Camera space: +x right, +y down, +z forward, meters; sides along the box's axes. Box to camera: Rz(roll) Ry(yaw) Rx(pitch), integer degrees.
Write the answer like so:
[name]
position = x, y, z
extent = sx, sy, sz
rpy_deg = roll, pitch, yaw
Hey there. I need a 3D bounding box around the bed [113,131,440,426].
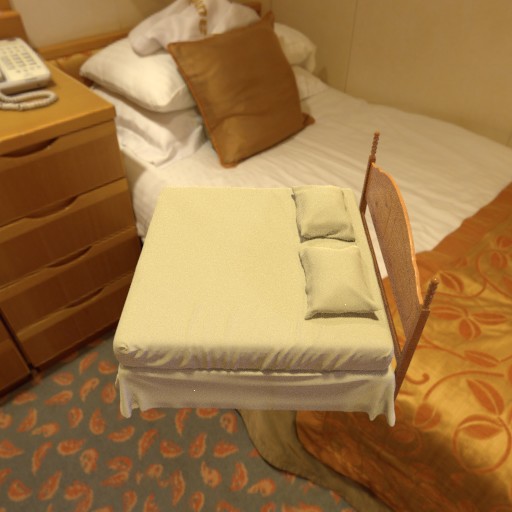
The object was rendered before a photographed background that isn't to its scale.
[bed]
position = 0.000, 0.000, 3.742
extent = 2.219, 1.355, 2.322
rpy_deg = 1, 42, 1
